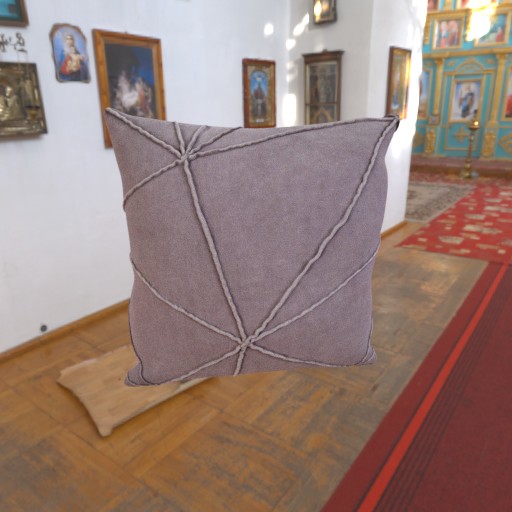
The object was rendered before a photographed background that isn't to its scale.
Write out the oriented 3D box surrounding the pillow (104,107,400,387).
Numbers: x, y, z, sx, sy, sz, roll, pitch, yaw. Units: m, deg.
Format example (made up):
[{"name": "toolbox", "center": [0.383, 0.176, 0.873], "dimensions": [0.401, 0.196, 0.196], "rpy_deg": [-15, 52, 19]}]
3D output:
[{"name": "pillow", "center": [0.000, 0.000, 0.694], "dimensions": [0.439, 0.440, 0.185], "rpy_deg": [-3, 18, -8]}]
